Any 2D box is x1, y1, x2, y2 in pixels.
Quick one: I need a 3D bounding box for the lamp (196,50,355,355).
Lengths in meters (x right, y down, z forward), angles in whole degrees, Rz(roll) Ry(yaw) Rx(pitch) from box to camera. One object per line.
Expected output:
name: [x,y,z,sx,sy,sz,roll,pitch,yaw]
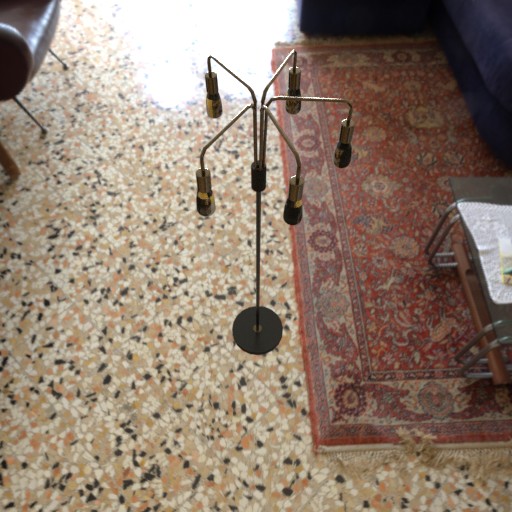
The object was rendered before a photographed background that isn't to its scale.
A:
lamp: [0.000,0.000,2.007,0.572,1.721,0.599,-33,63,-19]
